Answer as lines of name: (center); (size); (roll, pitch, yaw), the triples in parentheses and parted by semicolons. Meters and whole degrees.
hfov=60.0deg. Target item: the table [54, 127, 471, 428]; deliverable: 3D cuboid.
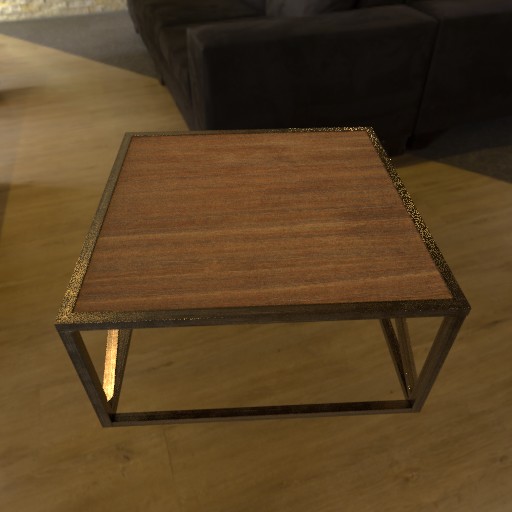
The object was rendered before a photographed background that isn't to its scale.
table: (0.000, 0.000, 1.447); (0.909, 0.451, 0.899); (-2, 42, -2)
